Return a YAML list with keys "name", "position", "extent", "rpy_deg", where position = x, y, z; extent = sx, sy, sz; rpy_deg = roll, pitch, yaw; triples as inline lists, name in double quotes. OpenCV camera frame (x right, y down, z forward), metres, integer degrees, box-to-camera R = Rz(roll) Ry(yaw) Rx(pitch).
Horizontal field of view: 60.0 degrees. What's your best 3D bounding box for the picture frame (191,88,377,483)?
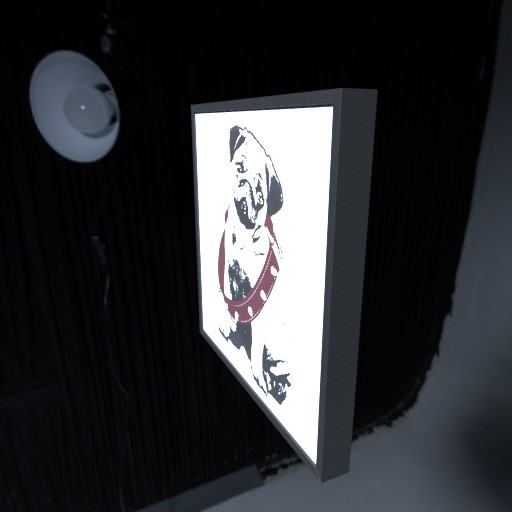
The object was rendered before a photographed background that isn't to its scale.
- name: "picture frame"
  position: [0.000, 0.000, 0.477]
  extent: [0.030, 0.317, 0.317]
  rpy_deg: [-8, 18, -25]
